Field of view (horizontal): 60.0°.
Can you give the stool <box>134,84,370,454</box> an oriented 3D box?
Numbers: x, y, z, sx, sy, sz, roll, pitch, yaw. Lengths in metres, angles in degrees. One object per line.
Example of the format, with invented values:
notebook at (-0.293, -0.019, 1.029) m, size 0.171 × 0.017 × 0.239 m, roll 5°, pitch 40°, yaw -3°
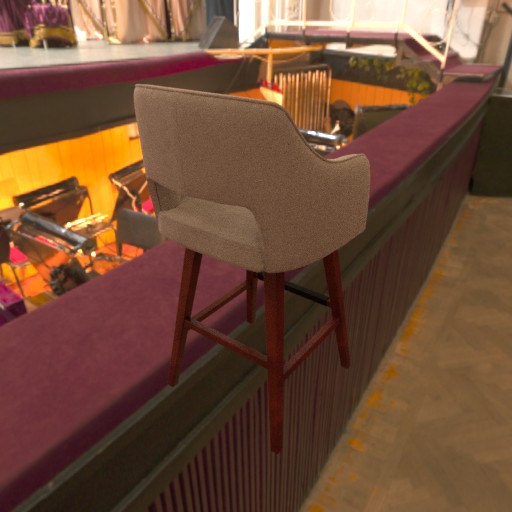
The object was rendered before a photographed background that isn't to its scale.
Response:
stool at (0.000, 0.000, 1.340) m, size 0.548 × 1.012 × 0.558 m, roll 20°, pitch 35°, yaw 32°
